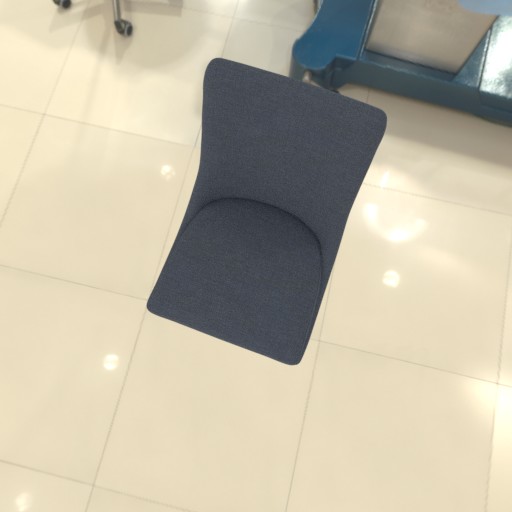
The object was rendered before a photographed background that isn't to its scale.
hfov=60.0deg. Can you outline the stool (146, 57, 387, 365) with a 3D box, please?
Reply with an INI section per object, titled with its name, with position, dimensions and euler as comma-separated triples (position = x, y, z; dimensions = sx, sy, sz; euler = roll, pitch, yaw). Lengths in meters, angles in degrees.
[stool]
position = 0.000, 0.000, 1.413
dimensions = 0.470, 1.078, 0.577
euler = 20, 77, 5
